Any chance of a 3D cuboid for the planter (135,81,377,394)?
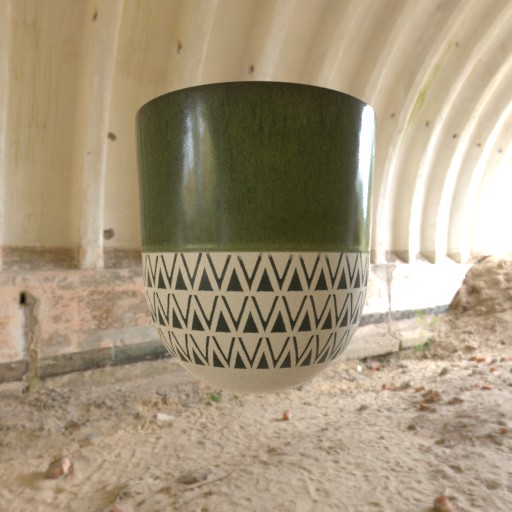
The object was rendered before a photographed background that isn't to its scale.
[{"bbox_3d":[0.000,0.000,0.464,0.245,0.270,0.245,0,0,0],"label":"planter"}]
